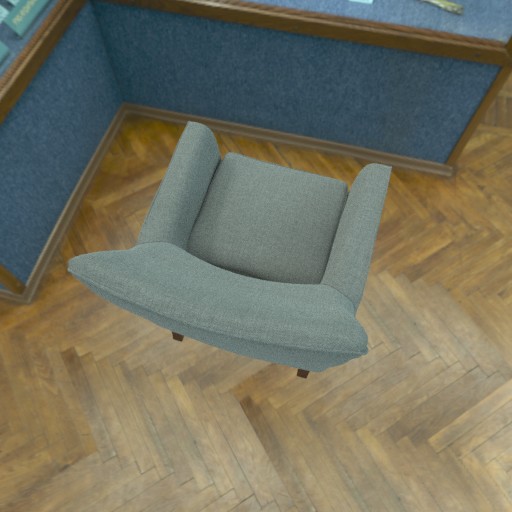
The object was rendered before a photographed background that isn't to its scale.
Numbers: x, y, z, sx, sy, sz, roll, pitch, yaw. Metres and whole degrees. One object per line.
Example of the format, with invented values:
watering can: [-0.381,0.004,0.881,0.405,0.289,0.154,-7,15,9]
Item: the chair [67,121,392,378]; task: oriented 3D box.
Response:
chair: [0.000,0.000,1.813,0.887,1.047,0.993,15,64,8]
